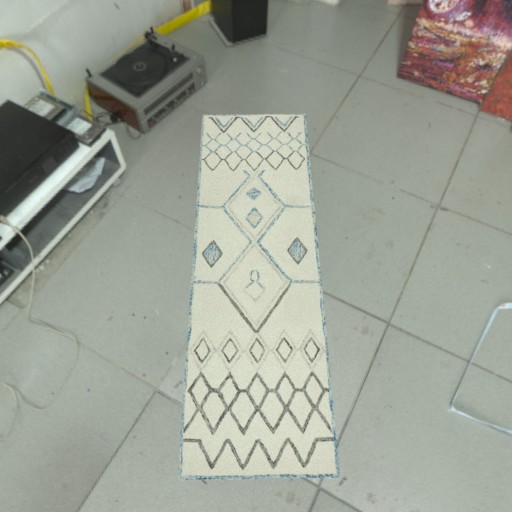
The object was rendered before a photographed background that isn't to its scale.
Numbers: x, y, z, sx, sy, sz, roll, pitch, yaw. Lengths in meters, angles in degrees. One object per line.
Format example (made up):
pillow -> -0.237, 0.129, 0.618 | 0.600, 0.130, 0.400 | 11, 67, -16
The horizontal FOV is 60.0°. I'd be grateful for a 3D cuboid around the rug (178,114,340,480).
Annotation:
rug -> 0.000, 0.000, 2.703 | 0.770, 0.013, 2.434 | -1, 60, 0
